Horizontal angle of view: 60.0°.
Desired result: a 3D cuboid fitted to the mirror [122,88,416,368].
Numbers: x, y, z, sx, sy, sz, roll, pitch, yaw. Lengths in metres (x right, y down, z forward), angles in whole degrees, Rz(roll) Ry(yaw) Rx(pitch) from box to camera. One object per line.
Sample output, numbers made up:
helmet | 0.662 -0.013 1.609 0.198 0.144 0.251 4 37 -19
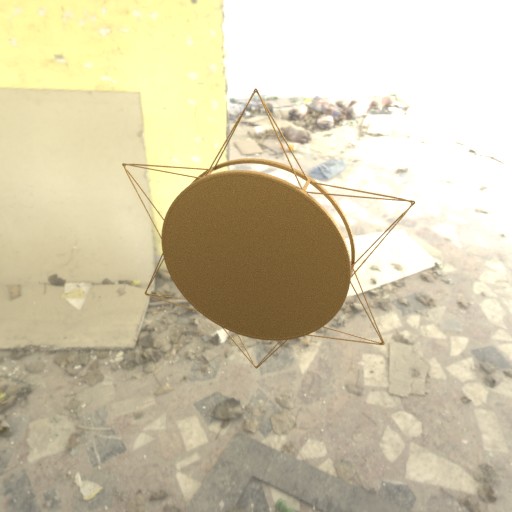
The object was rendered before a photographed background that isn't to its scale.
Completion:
mirror | 0.000 0.000 0.801 0.498 0.581 0.062 10 34 15
